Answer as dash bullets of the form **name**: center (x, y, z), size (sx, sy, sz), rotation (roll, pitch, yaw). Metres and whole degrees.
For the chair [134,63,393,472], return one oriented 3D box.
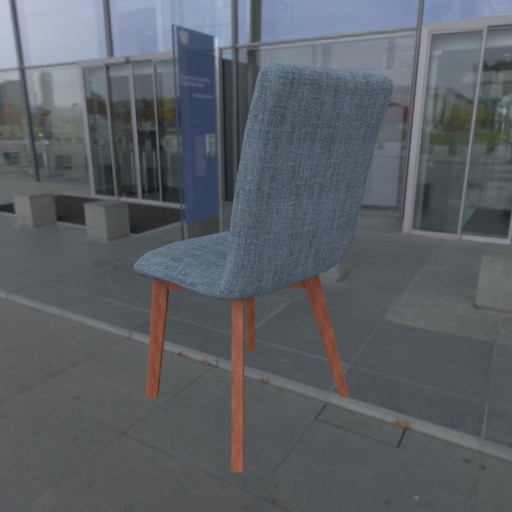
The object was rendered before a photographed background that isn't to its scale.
- **chair**: center (0.000, 0.000, 1.289), size (0.522, 0.974, 0.563), rotation (-15, 22, -42)
